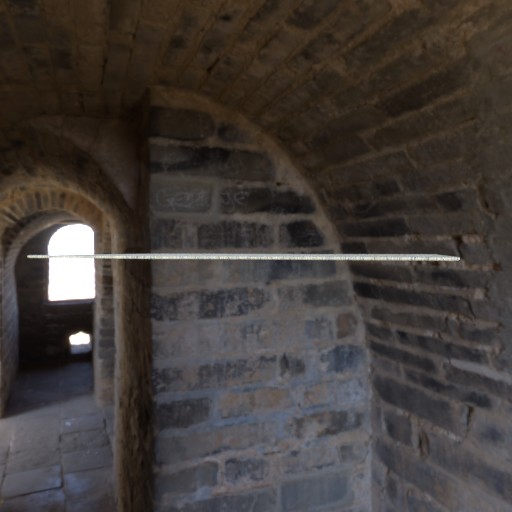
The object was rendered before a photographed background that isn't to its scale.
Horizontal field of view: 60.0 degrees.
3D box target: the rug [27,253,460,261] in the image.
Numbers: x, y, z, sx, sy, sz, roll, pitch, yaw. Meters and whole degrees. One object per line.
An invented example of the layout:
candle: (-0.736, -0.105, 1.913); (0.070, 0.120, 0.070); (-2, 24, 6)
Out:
rug: (0.000, 0.000, 2.871); (2.263, 0.017, 1.523); (0, 1, 19)
